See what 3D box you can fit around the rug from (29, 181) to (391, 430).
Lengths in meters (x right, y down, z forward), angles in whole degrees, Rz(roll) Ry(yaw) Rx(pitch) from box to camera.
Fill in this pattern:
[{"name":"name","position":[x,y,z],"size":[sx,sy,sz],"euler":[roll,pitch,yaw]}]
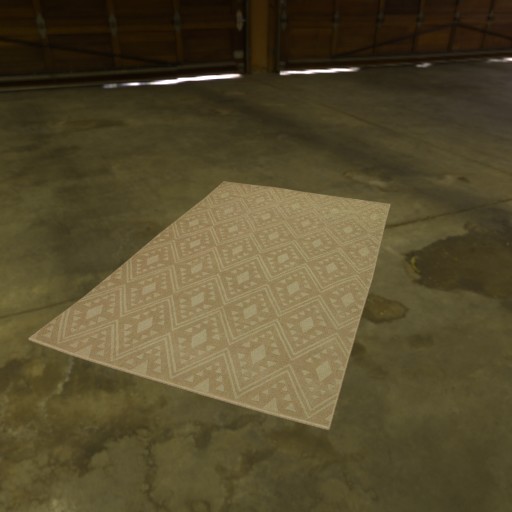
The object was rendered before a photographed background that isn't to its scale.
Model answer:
[{"name":"rug","position":[0.000,0.000,2.993],"size":[1.553,0.053,2.430],"euler":[11,32,17]}]
